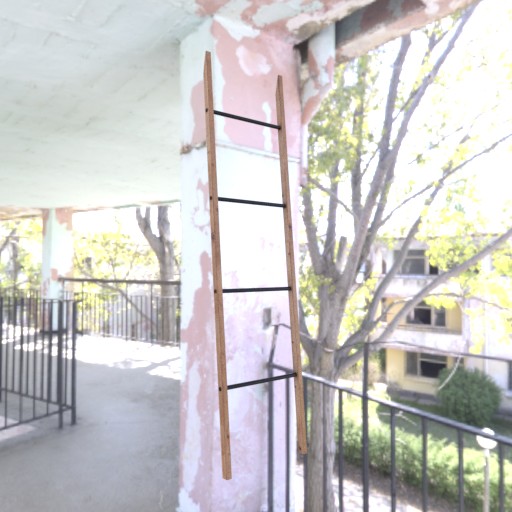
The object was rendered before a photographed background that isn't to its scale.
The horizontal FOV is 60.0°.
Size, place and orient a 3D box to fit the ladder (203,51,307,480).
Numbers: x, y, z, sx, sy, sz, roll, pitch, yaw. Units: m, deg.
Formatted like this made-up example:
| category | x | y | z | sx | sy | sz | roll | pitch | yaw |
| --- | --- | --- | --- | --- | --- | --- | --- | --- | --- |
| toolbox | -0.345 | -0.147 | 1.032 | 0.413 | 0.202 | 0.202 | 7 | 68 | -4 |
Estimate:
| category | x | y | z | sx | sy | sz | roll | pitch | yaw |
| --- | --- | --- | --- | --- | --- | --- | --- | --- | --- |
| ladder | 0.000 | 0.000 | 1.998 | 0.442 | 1.805 | 0.200 | 1 | -2 | -37 |
